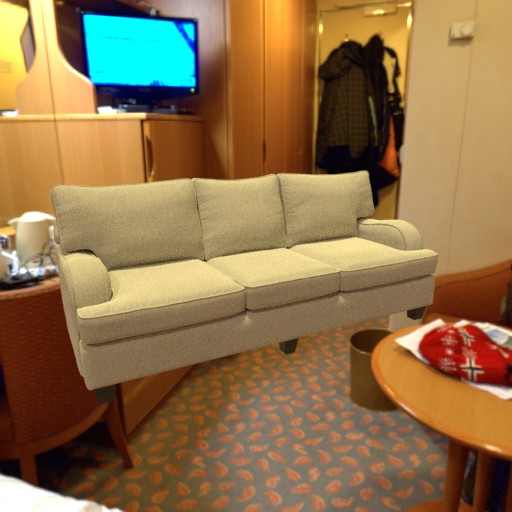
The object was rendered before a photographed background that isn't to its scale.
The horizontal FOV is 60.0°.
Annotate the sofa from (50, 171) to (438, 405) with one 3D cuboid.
[{"bbox_3d":[0.000,0.000,2.879,2.323,0.991,1.016,-8,18,-27],"label":"sofa"}]
